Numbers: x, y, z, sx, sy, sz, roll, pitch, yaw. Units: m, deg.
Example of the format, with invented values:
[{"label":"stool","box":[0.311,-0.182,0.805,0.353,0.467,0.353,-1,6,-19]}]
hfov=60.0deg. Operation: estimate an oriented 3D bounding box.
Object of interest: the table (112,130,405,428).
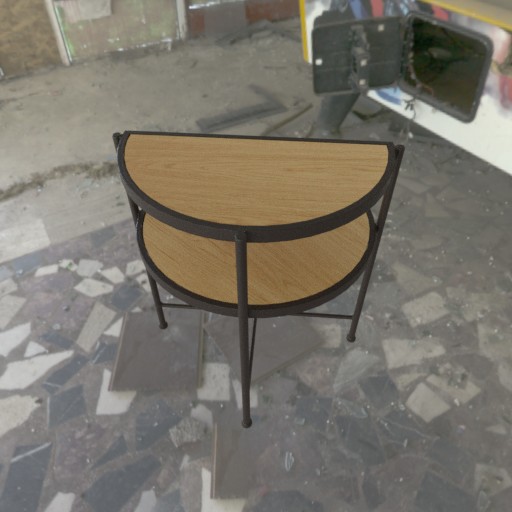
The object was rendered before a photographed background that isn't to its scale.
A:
[{"label":"table","box":[0.000,0.000,1.172,0.629,0.684,0.628,3,45,3]}]
